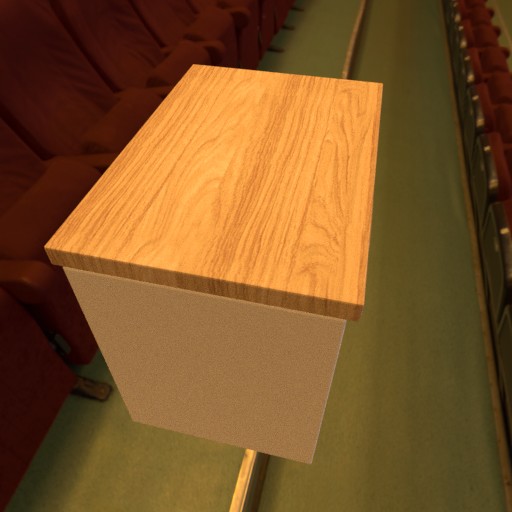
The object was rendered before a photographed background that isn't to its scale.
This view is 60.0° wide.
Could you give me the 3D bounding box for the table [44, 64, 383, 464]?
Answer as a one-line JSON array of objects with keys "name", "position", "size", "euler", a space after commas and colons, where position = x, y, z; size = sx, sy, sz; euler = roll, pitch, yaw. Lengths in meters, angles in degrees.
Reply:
[{"name": "table", "position": [0.000, 0.000, 0.782], "size": [0.360, 0.440, 0.500], "euler": [10, 46, 9]}]
